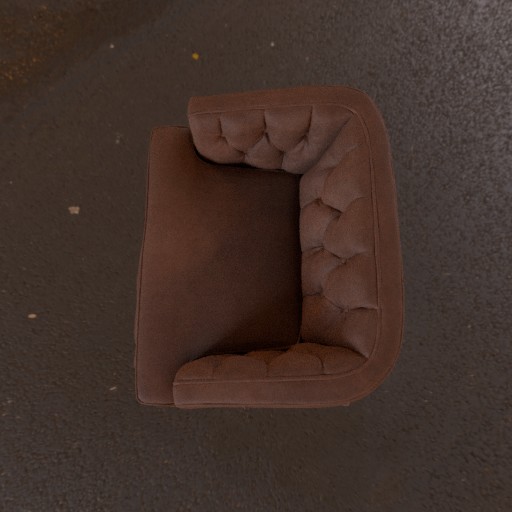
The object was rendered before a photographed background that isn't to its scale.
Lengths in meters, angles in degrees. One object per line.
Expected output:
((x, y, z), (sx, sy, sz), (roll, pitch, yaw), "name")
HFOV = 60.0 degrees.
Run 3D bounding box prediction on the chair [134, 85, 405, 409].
((0.000, 0.000, 1.744), (0.914, 0.787, 1.118), (0, 75, 0), "chair")
